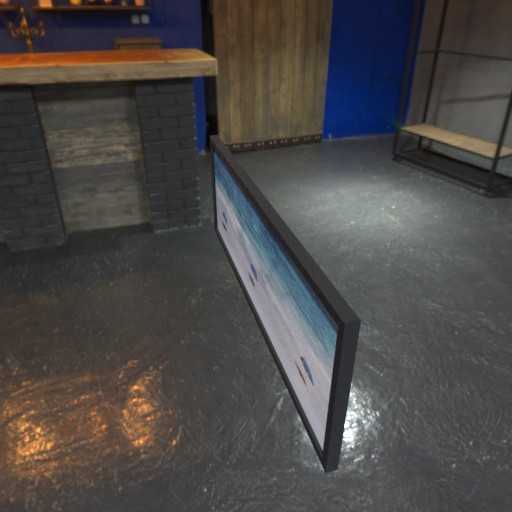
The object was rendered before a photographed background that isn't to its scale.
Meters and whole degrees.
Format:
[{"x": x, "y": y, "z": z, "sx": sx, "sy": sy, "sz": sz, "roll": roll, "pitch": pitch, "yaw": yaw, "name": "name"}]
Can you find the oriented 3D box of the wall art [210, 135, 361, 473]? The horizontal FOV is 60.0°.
[{"x": 0.000, "y": 0.000, "z": 1.792, "sx": 0.041, "sy": 0.554, "sz": 1.572, "roll": -9, "pitch": 32, "yaw": -14, "name": "wall art"}]
